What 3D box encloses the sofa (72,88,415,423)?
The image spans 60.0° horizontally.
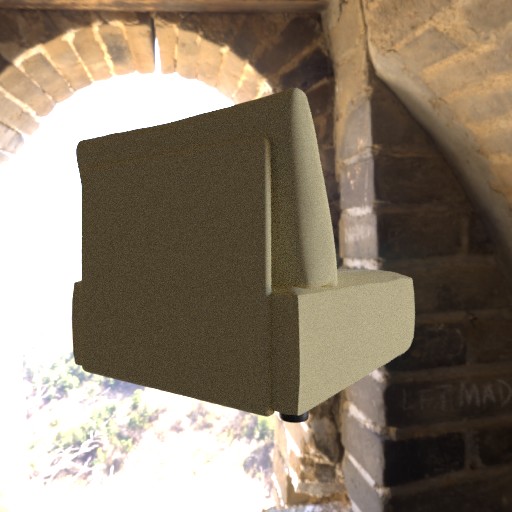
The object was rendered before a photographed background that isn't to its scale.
[{"bbox_3d":[0.000,0.000,1.696,0.930,0.820,1.000,0,0,35],"label":"sofa"}]
